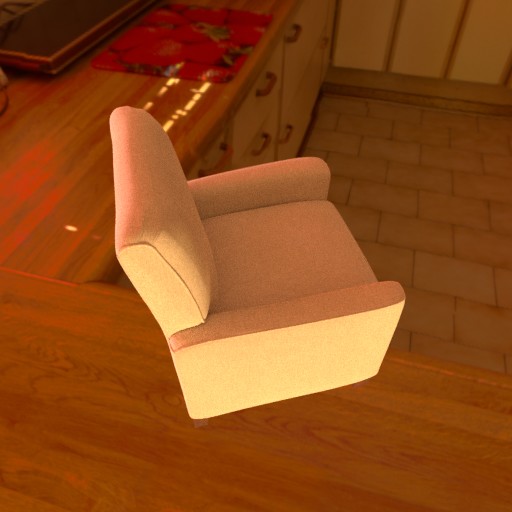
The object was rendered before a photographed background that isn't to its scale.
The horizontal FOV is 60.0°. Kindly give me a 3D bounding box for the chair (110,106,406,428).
[{"bbox_3d":[0.000,0.000,1.672,0.859,1.023,0.845,-11,48,-10],"label":"chair"}]
